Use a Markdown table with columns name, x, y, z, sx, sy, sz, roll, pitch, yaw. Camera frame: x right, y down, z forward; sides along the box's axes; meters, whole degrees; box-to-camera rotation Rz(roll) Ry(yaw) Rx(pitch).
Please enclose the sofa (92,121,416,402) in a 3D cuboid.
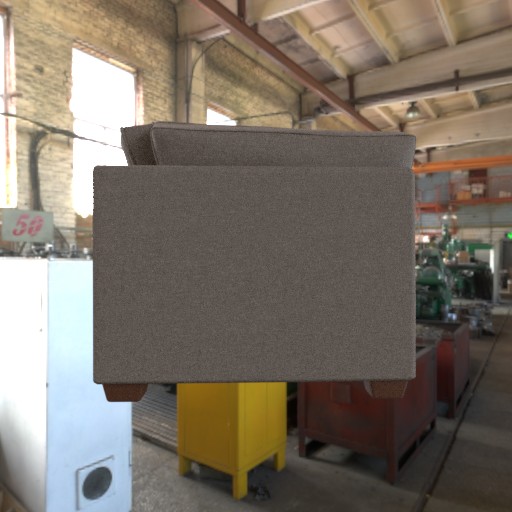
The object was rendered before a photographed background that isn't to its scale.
| name | x | y | z | sx | sy | sz | roll | pitch | yaw |
| --- | --- | --- | --- | --- | --- | --- | --- | --- | --- |
| sofa | 0.000 | 0.000 | 1.906 | 1.050 | 0.951 | 1.042 | 0 | 0 | -1 |
